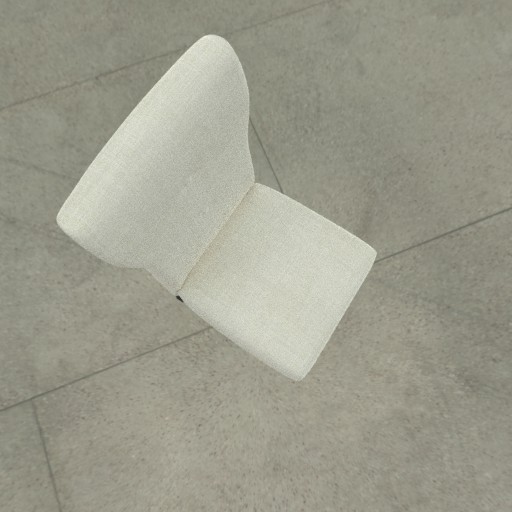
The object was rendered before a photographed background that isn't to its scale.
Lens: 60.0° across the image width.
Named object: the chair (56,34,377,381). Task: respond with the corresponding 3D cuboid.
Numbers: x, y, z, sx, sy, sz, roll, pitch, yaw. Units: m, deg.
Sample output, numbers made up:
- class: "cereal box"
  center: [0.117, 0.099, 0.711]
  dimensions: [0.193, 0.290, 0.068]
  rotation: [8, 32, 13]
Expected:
- class: "chair"
  center: [0.000, 0.000, 1.256]
  dimensions: [0.597, 0.921, 0.509]
  rotation: [32, 78, 8]
